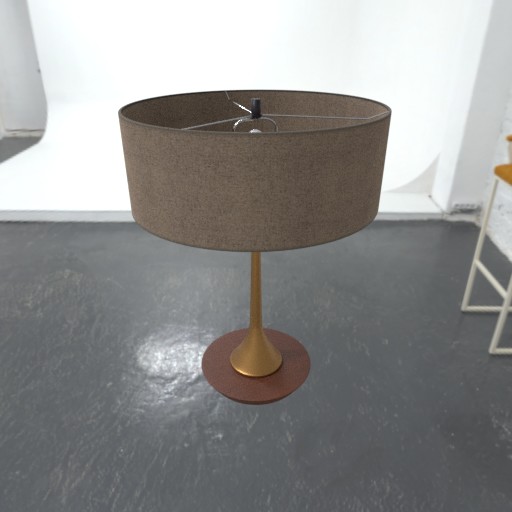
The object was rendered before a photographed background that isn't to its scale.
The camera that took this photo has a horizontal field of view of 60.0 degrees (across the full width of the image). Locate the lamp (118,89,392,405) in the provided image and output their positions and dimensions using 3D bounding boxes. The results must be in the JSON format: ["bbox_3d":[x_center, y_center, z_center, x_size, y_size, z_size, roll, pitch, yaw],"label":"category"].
[{"bbox_3d":[0.000,0.000,0.816,0.417,0.551,0.396,-9,29,-17],"label":"lamp"}]
